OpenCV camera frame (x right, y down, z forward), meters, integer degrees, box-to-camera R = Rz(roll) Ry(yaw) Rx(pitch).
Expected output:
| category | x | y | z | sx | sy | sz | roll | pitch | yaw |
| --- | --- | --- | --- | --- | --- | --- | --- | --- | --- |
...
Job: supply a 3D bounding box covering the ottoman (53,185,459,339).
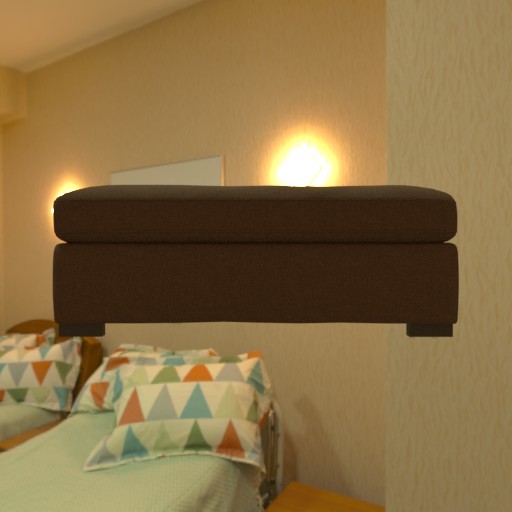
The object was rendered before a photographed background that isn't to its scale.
| category | x | y | z | sx | sy | sz | roll | pitch | yaw |
| --- | --- | --- | --- | --- | --- | --- | --- | --- | --- |
| ottoman | 0.000 | 0.000 | 1.827 | 1.181 | 0.470 | 1.181 | 0 | 0 | 0 |
